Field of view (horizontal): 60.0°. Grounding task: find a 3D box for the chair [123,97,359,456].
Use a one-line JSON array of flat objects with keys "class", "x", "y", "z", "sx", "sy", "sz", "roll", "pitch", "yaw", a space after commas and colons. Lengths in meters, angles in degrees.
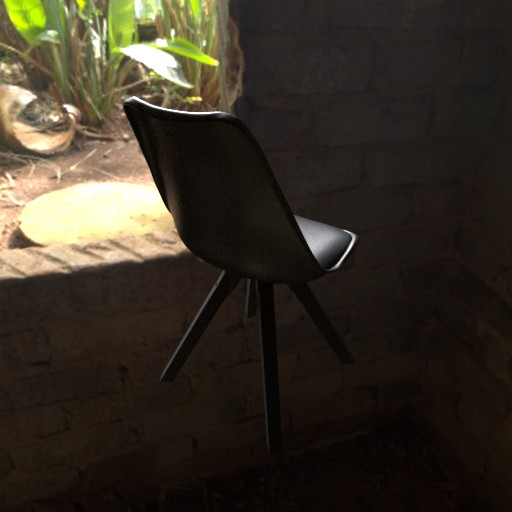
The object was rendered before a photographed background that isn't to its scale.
[{"class": "chair", "x": 0.000, "y": 0.000, "z": 1.176, "sx": 0.485, "sy": 0.850, "sz": 0.530, "roll": 21, "pitch": 36, "yaw": 32}]
